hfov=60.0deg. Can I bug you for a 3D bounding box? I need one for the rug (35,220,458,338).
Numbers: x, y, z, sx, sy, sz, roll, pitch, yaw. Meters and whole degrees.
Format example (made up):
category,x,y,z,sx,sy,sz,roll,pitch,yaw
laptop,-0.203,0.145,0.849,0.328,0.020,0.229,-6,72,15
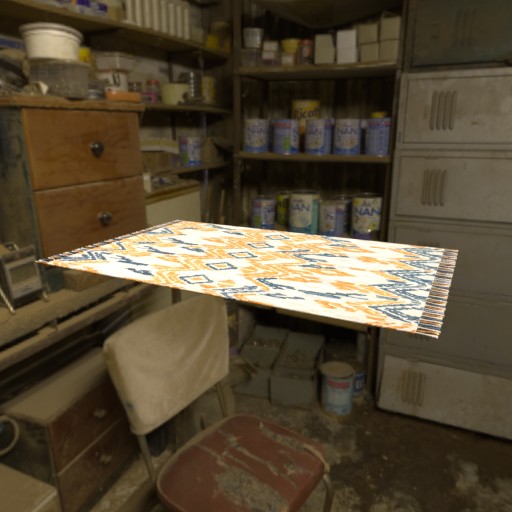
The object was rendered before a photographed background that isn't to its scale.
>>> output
category,x,y,z,sx,sy,sz,roll,pitch,yaw
rug,0.000,0.000,2.982,2.428,0.010,1.533,8,18,25
